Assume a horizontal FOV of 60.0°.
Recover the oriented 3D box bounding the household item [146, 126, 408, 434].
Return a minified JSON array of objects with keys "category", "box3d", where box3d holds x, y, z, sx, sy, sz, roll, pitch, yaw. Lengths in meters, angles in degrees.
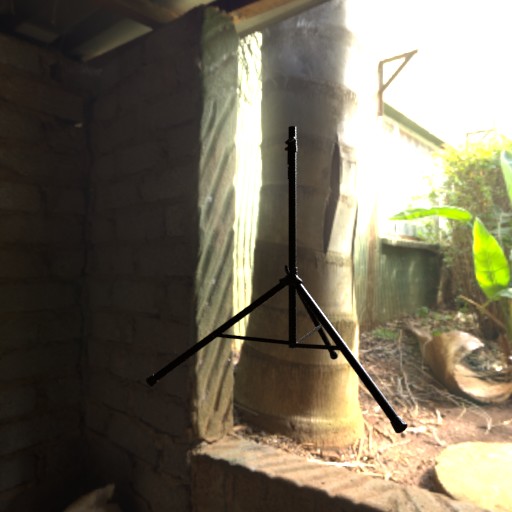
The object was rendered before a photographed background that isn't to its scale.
[{"category":"household item","box3d":[0.000,0.000,2.735,1.339,1.595,1.596,0,-1,0]}]
